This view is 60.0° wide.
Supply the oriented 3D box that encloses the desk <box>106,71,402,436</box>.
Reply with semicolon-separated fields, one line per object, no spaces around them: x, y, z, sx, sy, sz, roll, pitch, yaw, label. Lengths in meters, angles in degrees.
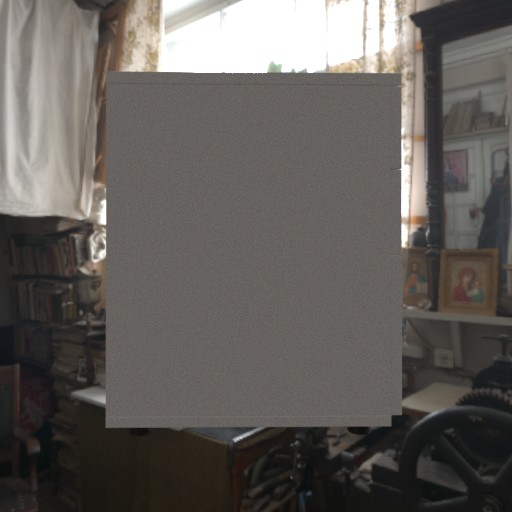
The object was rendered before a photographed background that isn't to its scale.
0.000;0.000;1.082;0.600;0.730;0.404;0;0;-1;desk
